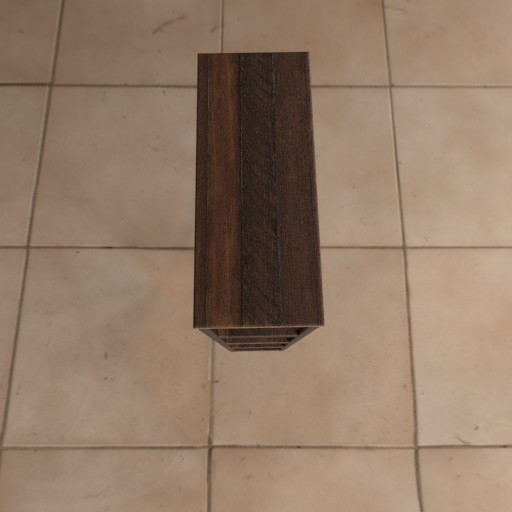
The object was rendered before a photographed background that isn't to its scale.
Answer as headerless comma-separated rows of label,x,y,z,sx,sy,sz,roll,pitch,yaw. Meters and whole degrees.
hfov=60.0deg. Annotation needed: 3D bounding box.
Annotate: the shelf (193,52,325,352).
shelf,0.000,0.000,2.217,0.359,1.860,0.874,-1,76,0
